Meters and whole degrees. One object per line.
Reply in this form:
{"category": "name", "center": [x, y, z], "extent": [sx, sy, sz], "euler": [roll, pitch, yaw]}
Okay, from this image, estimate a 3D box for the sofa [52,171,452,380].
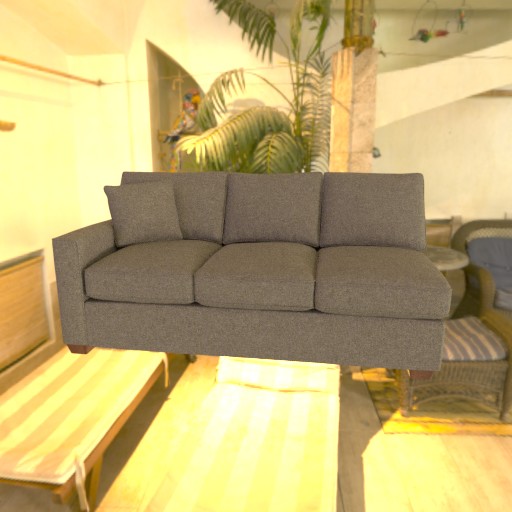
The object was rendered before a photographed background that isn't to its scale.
{"category": "sofa", "center": [0.000, 0.000, 2.597], "extent": [1.963, 0.946, 1.034], "euler": [2, 14, 9]}
